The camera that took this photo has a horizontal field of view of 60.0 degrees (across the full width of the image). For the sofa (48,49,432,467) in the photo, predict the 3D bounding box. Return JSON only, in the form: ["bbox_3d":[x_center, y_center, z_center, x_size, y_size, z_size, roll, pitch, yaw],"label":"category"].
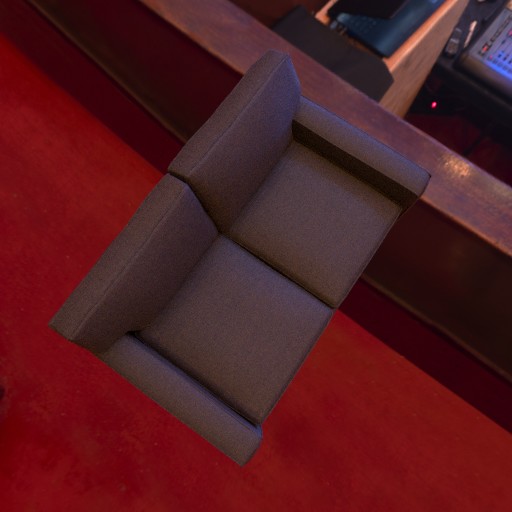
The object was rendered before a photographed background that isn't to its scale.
[{"bbox_3d":[0.000,0.000,2.082,0.974,0.887,1.534,34,78,8],"label":"sofa"}]
